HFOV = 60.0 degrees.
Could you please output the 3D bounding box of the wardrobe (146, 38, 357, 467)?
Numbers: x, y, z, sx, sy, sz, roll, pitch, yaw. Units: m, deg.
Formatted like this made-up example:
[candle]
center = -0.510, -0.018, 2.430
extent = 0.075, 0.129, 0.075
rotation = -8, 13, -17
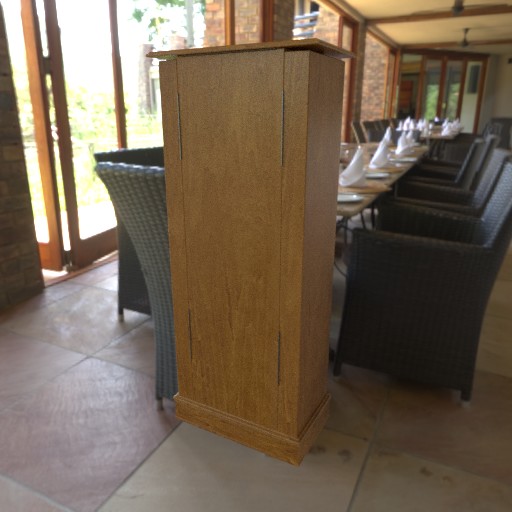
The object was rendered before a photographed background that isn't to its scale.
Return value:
[wardrobe]
center = 0.000, 0.000, 1.144
extent = 0.406, 0.959, 0.273
rotation = 10, 20, 27
